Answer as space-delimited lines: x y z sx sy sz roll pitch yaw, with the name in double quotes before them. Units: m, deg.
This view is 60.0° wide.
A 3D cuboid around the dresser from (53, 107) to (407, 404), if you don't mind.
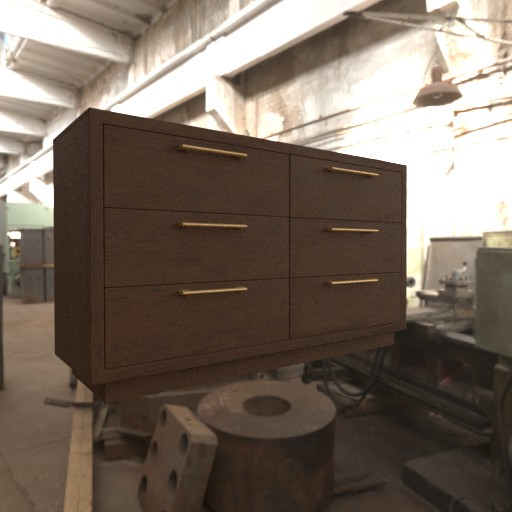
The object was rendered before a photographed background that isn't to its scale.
"dresser" 0.000 0.000 1.921 1.523 0.889 0.512 -1 1 -36
